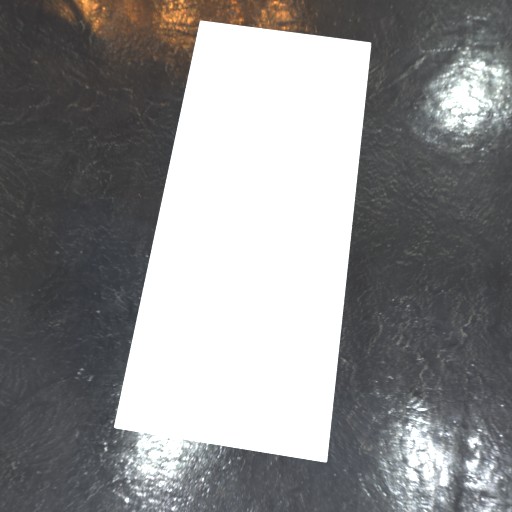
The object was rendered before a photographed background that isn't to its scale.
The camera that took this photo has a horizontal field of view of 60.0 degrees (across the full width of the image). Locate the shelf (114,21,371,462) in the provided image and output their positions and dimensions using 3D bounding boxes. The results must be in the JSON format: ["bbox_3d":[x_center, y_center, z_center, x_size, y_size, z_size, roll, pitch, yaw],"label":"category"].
[{"bbox_3d":[0.000,0.000,1.269,0.396,0.732,0.895,8,77,2],"label":"shelf"}]
